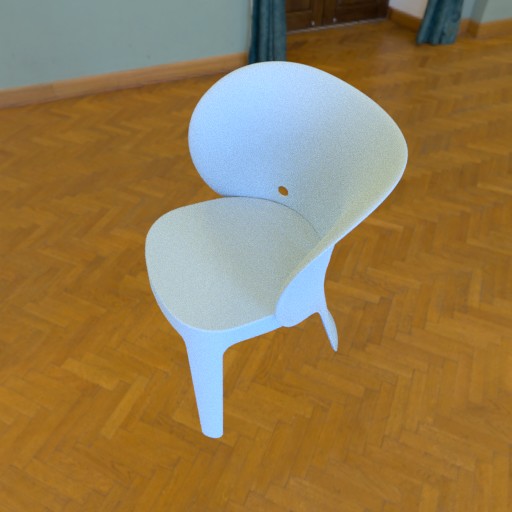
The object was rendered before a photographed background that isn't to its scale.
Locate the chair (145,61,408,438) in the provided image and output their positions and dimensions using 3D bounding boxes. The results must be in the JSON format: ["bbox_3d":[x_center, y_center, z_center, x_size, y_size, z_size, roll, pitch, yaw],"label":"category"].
[{"bbox_3d":[0.000,0.000,0.838,0.402,0.554,0.451,-16,48,-15],"label":"chair"}]
